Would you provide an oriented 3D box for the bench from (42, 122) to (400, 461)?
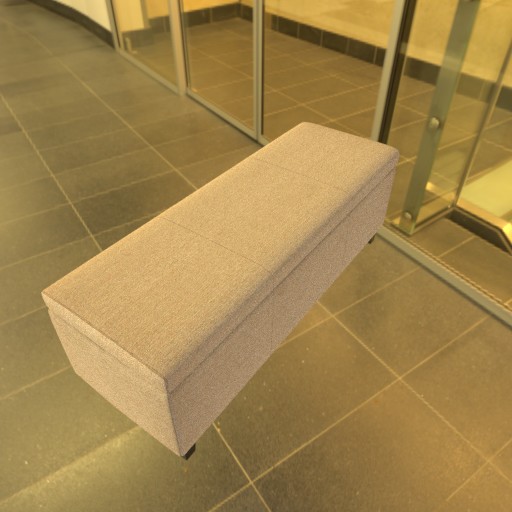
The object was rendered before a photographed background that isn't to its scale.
[{"bbox_3d":[0.000,0.000,1.515,0.446,0.438,1.269,26,47,27],"label":"bench"}]
